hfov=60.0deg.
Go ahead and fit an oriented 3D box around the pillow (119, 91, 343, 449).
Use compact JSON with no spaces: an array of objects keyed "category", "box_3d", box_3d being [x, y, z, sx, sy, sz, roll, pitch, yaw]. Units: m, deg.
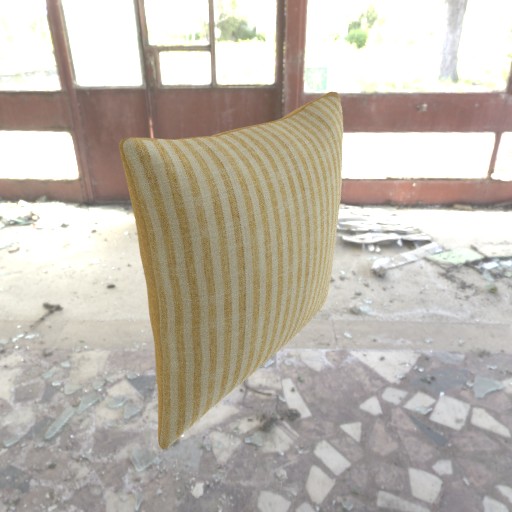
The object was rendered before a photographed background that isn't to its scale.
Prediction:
[{"category":"pillow","box_3d":[0.000,0.000,0.639,0.173,0.407,0.419,19,33,32]}]
